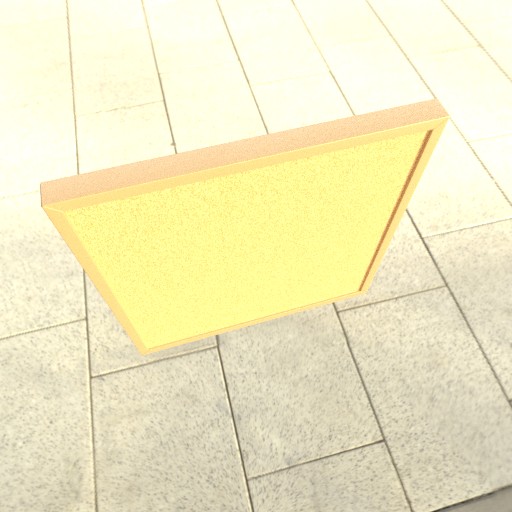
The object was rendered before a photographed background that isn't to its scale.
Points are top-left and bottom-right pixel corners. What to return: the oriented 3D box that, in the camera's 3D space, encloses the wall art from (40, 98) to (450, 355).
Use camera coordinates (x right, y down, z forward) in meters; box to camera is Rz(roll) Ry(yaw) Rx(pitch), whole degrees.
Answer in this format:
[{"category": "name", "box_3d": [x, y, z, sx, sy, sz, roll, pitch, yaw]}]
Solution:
[{"category": "wall art", "box_3d": [0.000, 0.000, 0.756, 0.509, 0.509, 0.036, -14, 60, -8]}]
